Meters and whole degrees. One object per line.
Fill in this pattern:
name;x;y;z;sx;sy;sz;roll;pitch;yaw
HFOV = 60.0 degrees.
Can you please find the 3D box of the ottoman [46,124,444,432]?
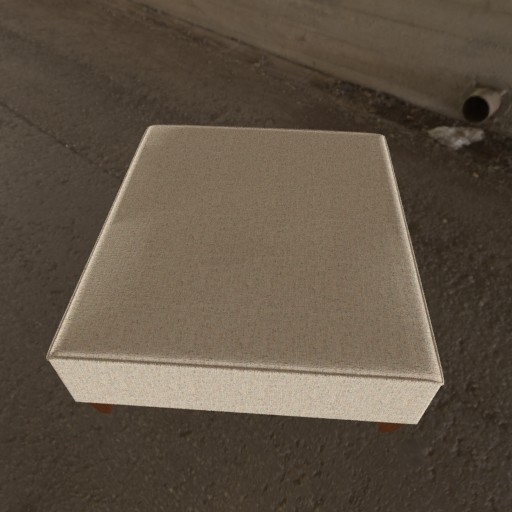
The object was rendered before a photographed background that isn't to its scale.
ottoman;0.000;0.000;1.192;0.736;0.303;0.835;3;47;3
